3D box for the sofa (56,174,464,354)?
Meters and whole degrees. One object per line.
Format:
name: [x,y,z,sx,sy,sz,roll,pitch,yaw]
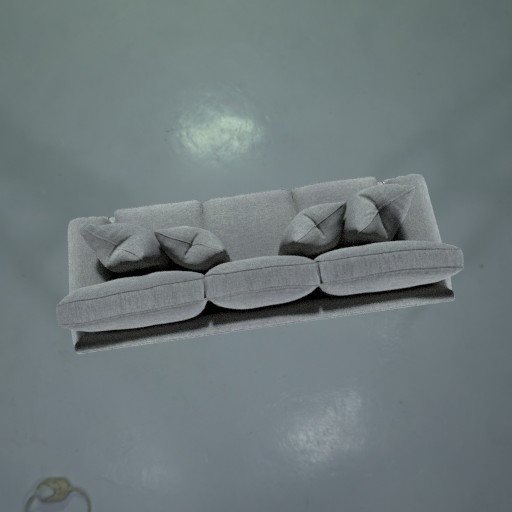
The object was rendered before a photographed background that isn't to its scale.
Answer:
sofa: [0.000,0.000,2.844,2.312,0.975,0.965,-8,75,-2]
